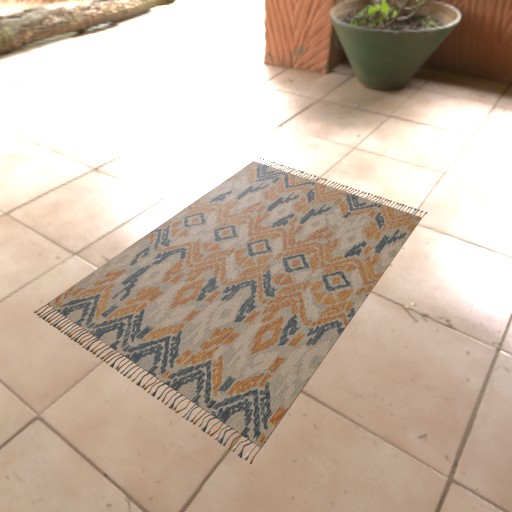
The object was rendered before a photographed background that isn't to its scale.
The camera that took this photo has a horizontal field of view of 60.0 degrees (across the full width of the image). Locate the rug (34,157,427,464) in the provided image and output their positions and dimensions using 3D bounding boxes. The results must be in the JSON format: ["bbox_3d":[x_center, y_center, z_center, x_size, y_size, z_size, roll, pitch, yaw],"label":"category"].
[{"bbox_3d":[0.000,0.000,2.338,1.230,0.008,1.827,24,46,26],"label":"rug"}]
